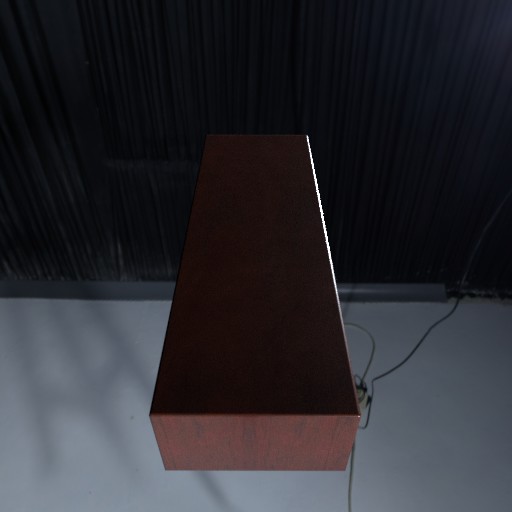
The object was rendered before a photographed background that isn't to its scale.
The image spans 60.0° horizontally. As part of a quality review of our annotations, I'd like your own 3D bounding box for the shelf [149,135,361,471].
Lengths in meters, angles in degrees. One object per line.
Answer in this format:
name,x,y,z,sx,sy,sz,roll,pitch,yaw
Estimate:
shelf,0.000,0.000,0.521,0.152,0.088,0.457,0,40,0
